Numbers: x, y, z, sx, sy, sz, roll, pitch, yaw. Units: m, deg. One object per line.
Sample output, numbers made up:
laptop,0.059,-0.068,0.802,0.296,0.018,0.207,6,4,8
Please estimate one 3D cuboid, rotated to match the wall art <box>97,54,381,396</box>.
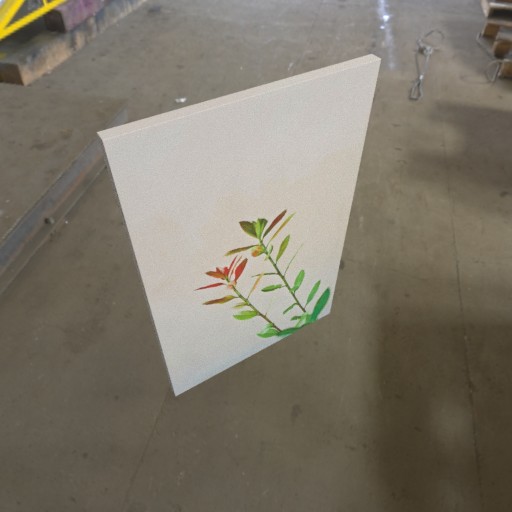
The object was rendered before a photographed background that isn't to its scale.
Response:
wall art,0.000,0.000,1.472,0.764,1.143,0.038,-24,51,-21
